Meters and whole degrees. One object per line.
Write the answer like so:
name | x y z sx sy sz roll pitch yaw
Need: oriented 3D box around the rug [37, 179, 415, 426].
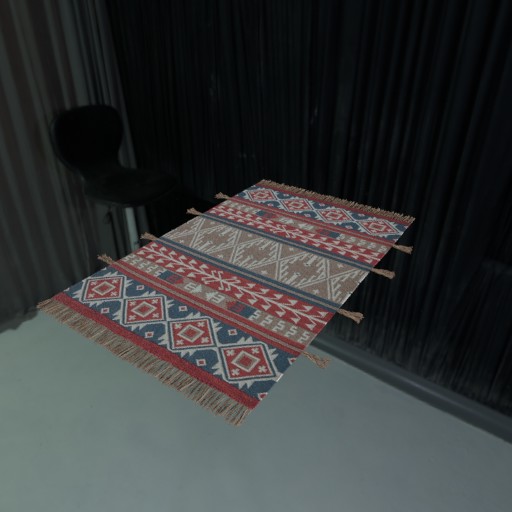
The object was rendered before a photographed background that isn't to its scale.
rug | 0.000 0.000 2.561 1.469 0.040 2.025 20 36 29
